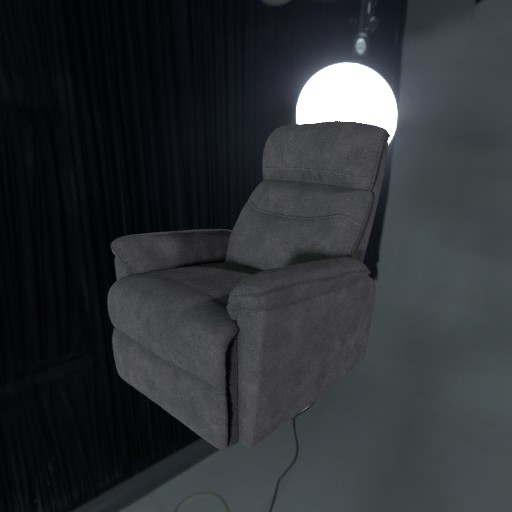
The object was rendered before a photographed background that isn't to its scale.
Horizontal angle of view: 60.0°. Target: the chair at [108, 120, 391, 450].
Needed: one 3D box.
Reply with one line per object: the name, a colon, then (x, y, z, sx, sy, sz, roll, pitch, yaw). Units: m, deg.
chair: (0.000, 0.000, 1.752, 0.830, 1.035, 1.009, 15, 22, 42)
